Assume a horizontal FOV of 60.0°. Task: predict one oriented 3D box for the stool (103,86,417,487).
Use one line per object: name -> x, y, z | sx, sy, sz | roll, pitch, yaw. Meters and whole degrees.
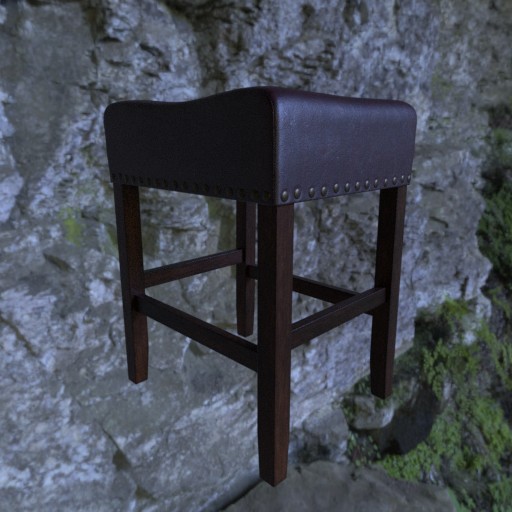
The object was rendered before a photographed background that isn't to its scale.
stool -> 0.000, 0.000, 0.914 | 0.465, 0.608, 0.397 | 15, 21, 43
